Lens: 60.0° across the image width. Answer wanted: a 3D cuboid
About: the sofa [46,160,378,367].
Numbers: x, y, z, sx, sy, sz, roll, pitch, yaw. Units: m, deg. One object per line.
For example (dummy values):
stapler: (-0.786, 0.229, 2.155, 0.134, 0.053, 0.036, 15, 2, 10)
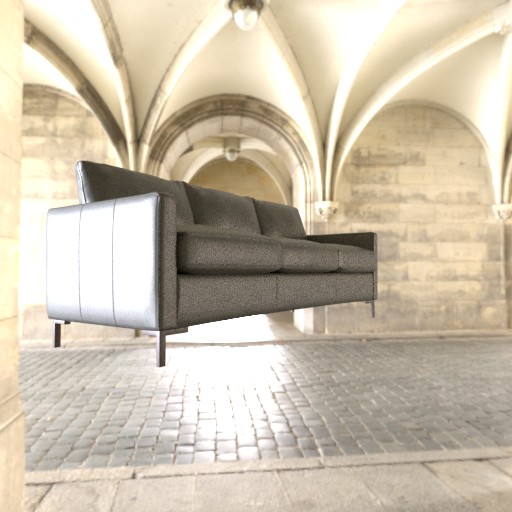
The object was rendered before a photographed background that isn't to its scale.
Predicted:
sofa: (0.000, 0.000, 2.447, 0.748, 0.805, 2.029, -1, -2, 36)
